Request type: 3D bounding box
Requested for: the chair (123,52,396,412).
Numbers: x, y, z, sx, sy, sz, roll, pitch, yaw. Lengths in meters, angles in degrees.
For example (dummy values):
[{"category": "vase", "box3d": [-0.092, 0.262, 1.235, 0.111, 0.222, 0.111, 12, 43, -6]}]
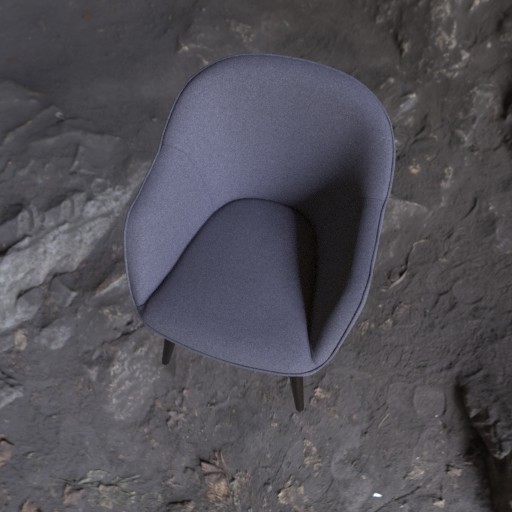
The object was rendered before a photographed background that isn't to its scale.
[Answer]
[{"category": "chair", "box3d": [0.000, 0.000, 1.208, 0.589, 0.810, 0.611, 16, 60, 10]}]
